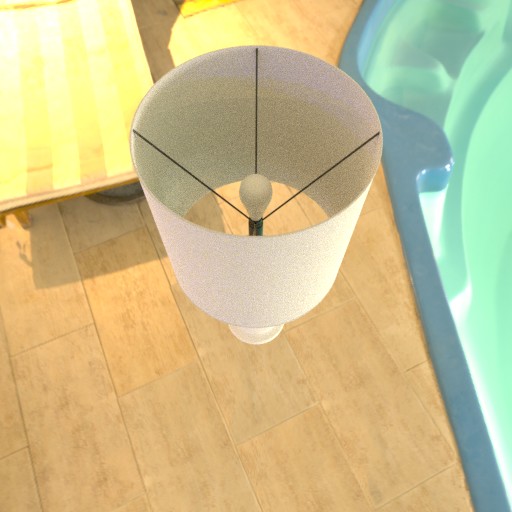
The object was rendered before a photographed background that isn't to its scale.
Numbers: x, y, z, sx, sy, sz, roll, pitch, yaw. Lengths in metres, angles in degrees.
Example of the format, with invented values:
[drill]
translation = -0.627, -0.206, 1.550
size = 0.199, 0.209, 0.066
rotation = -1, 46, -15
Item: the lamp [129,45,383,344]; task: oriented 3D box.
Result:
[lamp]
translation = 0.000, 0.000, 0.569
size = 0.208, 0.455, 0.208
rotation = -17, 64, -9
